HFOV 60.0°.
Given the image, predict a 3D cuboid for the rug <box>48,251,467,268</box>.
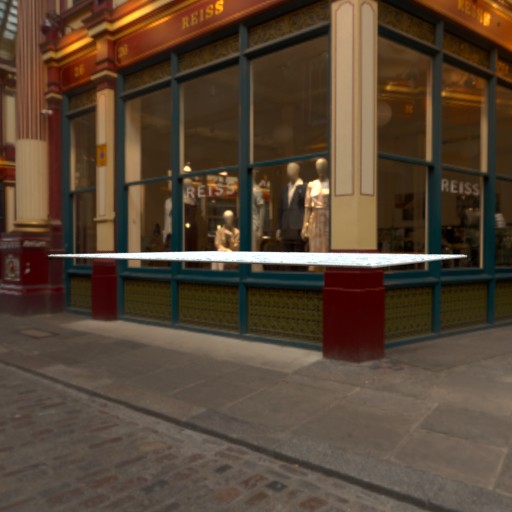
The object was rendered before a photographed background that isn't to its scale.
[{"bbox_3d":[0.000,0.000,2.860,2.197,0.014,1.586,1,2,37],"label":"rug"}]
